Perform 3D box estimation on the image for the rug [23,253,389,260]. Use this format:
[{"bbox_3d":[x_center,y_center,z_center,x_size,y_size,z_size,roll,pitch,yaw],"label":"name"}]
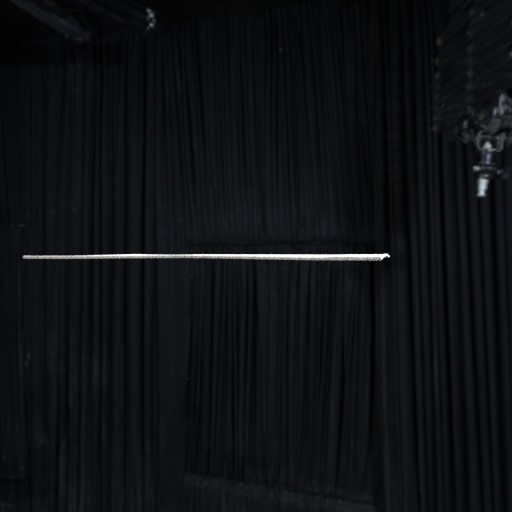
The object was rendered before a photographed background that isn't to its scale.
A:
[{"bbox_3d":[0.000,0.000,5.042,2.873,0.053,3.778,0,0,18],"label":"rug"}]
